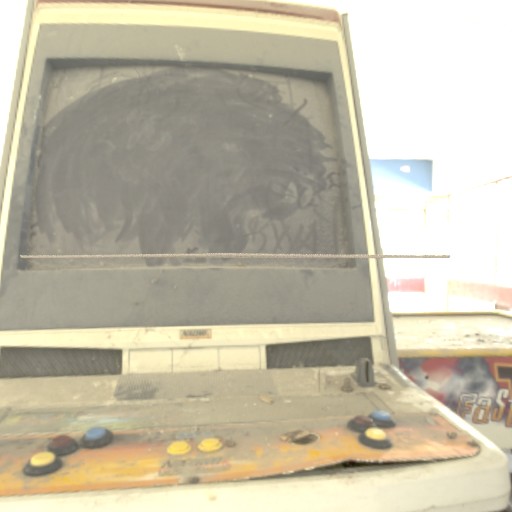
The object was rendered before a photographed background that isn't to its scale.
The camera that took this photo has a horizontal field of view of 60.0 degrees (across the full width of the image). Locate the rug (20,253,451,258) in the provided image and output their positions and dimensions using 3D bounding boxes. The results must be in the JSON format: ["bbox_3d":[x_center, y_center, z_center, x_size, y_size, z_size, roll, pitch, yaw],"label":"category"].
[{"bbox_3d":[0.000,0.000,4.202,3.202,0.045,2.434,0,0,19],"label":"rug"}]
